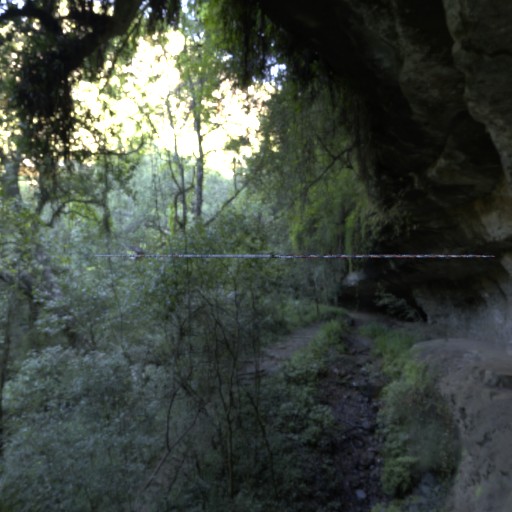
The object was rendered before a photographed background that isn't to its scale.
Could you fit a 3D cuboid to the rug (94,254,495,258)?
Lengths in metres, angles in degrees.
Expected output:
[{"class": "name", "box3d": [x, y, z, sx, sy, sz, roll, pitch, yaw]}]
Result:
[{"class": "rug", "box3d": [0.000, 0.000, 2.438, 1.218, 0.010, 1.997, 0, 0, -36]}]
